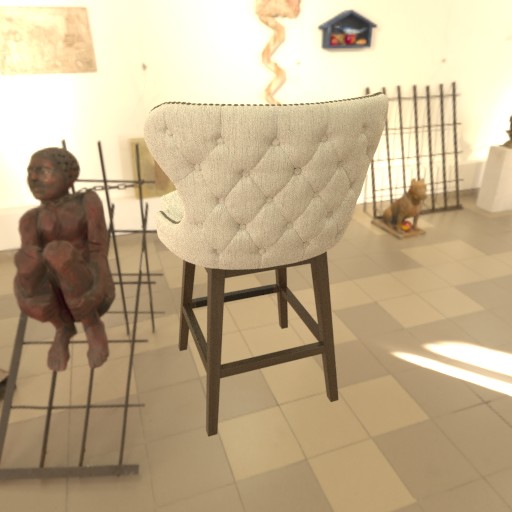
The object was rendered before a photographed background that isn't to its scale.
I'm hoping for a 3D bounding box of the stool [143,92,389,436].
[{"bbox_3d":[0.000,0.000,1.359,0.615,0.972,0.597,-9,28,-18],"label":"stool"}]
